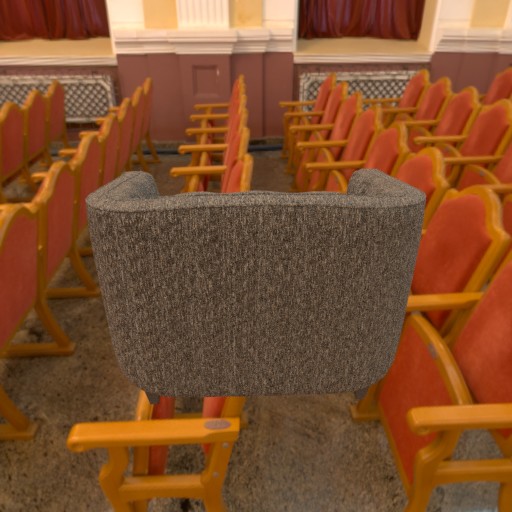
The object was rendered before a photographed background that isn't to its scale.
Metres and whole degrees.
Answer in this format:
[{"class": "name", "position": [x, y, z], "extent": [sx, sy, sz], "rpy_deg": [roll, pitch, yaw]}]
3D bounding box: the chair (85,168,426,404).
[{"class": "chair", "position": [0.000, 0.000, 1.790], "extent": [1.104, 0.852, 0.941], "rpy_deg": [-1, 30, -2]}]
